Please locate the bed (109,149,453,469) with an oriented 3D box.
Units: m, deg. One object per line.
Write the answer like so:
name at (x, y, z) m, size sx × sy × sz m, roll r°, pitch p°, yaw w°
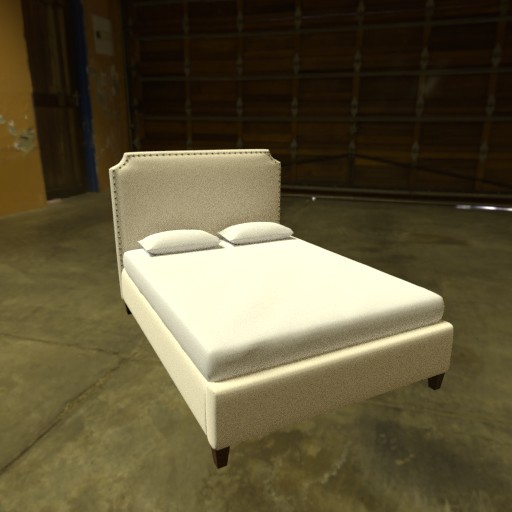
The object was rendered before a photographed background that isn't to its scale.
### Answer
bed at (0.000, 0.000, 3.426) m, size 1.712 × 1.497 × 2.372 m, roll -8°, pitch 18°, yaw -26°
